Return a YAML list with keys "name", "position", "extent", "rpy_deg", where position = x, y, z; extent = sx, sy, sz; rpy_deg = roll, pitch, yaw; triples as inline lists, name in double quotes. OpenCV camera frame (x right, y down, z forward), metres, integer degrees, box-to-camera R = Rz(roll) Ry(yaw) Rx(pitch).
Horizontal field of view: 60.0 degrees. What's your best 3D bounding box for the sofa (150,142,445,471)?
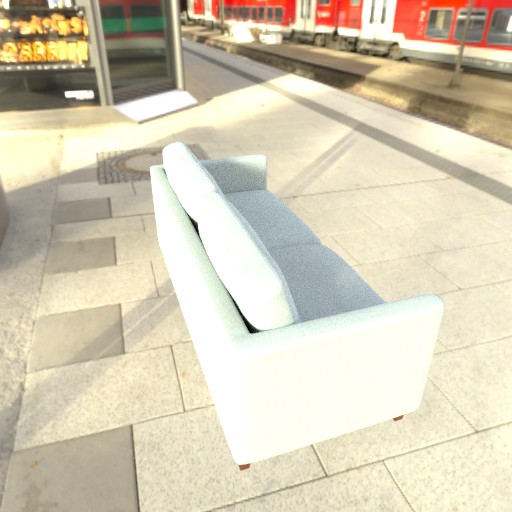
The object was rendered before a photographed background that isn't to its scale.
- name: "sofa"
  position: [0.000, 0.000, 2.707]
  extent: [0.951, 0.965, 2.208]
  rpy_deg: [-10, 31, -17]
